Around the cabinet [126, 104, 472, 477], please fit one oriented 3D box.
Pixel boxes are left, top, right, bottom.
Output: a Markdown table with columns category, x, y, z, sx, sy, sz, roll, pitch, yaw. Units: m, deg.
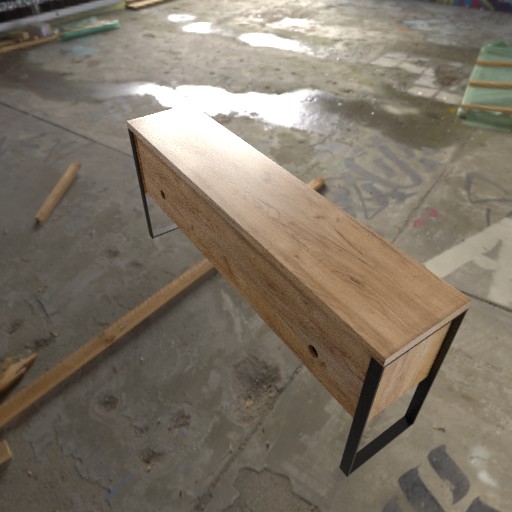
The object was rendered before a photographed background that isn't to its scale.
| category | x | y | z | sx | sy | sz | roll | pitch | yaw |
| --- | --- | --- | --- | --- | --- | --- | --- | --- | --- |
| cabinet | 0.000 | 0.000 | 2.088 | 0.395 | 0.762 | 1.800 | -25 | 47 | -25 |
